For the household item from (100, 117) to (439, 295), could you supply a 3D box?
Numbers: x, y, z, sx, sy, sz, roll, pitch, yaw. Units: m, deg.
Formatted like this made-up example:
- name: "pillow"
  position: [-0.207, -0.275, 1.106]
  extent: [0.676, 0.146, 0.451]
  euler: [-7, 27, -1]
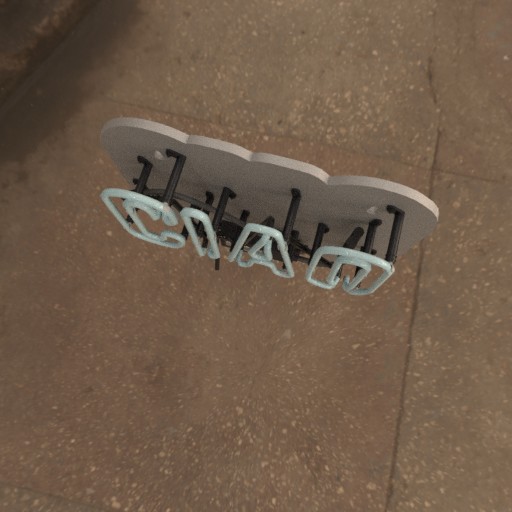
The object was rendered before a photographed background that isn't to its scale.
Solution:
- name: "household item"
  position: [0.000, 0.000, 0.376]
  extent: [0.211, 0.294, 0.042]
  euler: [15, 76, 4]
